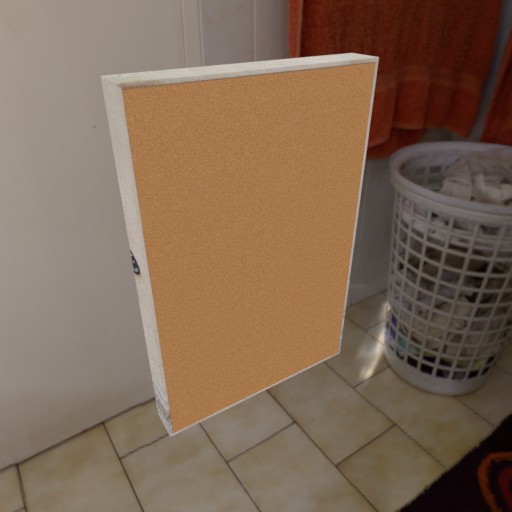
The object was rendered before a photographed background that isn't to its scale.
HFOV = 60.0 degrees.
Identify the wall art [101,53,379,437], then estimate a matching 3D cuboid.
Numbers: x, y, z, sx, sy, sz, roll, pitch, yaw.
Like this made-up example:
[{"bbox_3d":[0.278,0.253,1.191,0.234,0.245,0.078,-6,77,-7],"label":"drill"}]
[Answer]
[{"bbox_3d":[0.000,0.000,0.477,0.254,0.381,0.038,-18,36,-27],"label":"wall art"}]
